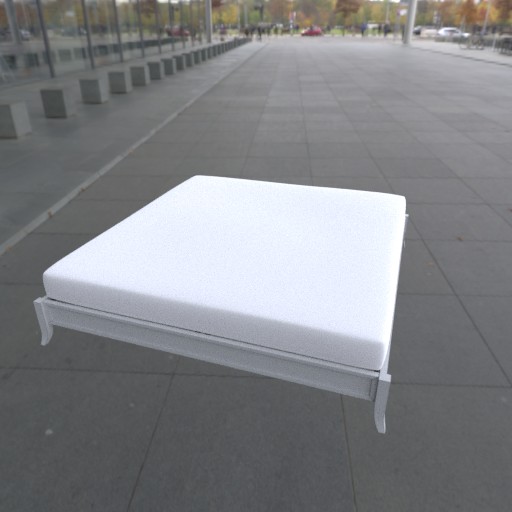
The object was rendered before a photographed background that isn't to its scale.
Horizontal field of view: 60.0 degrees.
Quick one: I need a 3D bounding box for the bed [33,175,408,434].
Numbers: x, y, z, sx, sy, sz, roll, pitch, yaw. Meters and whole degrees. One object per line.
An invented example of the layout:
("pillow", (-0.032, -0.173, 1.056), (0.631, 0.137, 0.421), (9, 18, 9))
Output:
("bed", (0.000, 0.000, 3.138), (2.007, 0.510, 2.108), (9, 29, 17))
